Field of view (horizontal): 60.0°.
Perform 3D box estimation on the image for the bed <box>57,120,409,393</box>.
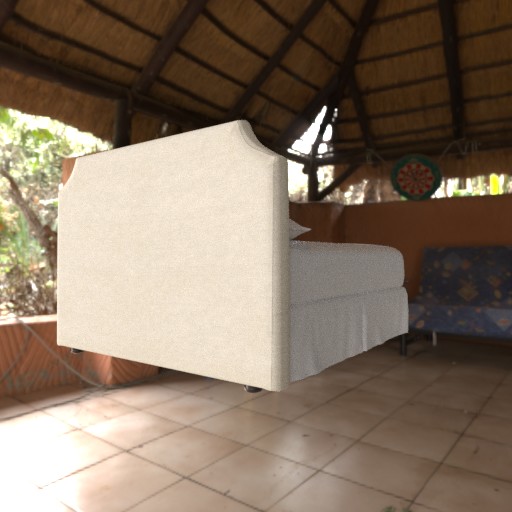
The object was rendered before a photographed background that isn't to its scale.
[{"bbox_3d":[0.000,0.000,3.357,1.828,1.297,2.164,0,0,36],"label":"bed"}]
